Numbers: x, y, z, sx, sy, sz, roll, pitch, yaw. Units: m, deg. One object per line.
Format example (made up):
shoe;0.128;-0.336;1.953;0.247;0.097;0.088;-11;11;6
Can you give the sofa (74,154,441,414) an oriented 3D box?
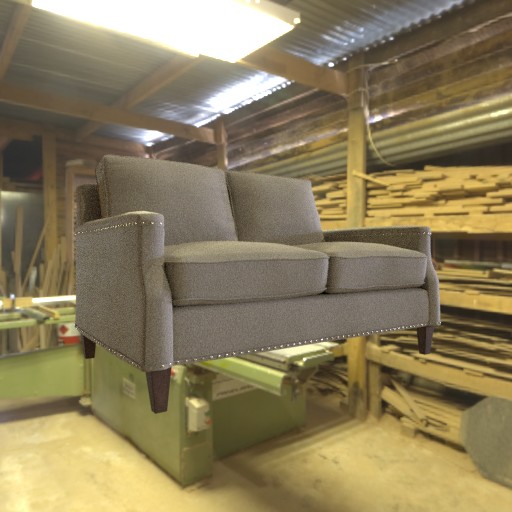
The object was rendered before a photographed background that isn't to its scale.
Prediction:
sofa;0.000;0.000;2.249;1.597;1.003;1.084;0;1;-35
